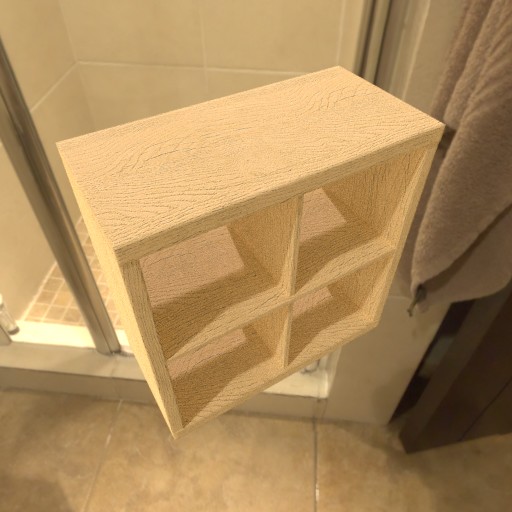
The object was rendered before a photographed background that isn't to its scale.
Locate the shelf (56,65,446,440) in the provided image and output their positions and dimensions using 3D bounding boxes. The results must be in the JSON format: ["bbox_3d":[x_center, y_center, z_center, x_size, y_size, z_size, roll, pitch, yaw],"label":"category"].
[{"bbox_3d":[0.000,0.000,1.278,0.790,0.786,0.390,-23,50,-21],"label":"shelf"}]
